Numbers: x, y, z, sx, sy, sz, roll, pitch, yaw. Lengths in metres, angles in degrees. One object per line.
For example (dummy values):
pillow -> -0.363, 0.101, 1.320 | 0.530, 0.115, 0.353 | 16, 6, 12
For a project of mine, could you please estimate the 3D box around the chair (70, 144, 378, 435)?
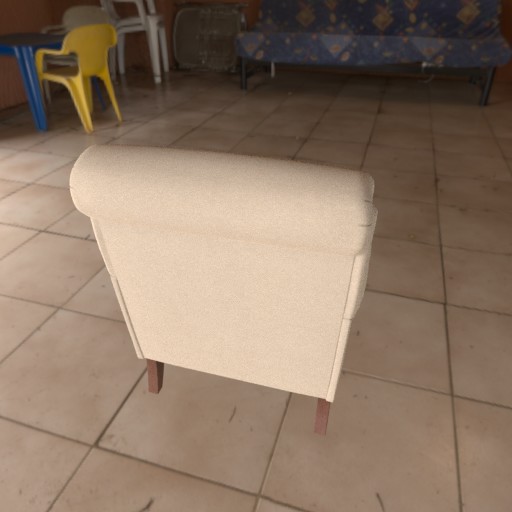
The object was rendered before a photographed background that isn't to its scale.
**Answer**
chair -> 0.000, 0.000, 1.536 | 0.766, 0.942, 0.842 | 9, 33, 14
